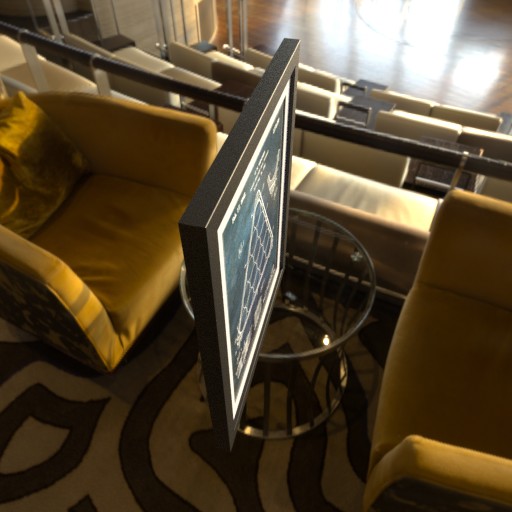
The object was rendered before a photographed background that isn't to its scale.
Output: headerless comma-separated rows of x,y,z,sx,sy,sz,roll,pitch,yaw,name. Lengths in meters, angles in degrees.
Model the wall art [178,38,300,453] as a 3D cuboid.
0.000,0.000,0.705,0.025,0.508,0.432,11,47,10,wall art
